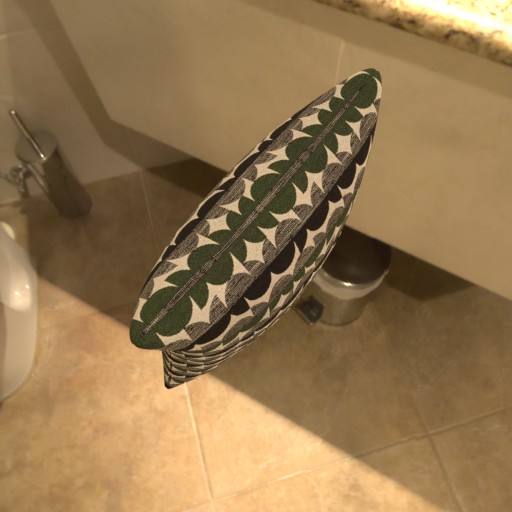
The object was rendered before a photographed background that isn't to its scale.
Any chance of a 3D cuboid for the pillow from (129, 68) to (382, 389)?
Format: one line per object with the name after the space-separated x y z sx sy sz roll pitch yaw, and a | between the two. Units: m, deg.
0.000 0.000 0.632 0.180 0.404 0.419 34 68 15 | pillow
